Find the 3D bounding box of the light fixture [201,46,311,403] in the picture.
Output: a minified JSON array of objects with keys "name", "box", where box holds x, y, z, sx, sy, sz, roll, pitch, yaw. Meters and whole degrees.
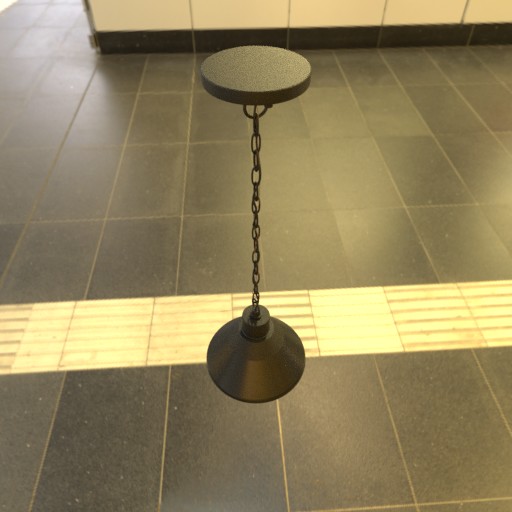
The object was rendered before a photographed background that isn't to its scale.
[{"name":"light fixture","box":[0.000,0.000,0.691,0.201,0.588,0.201,-17,48,-16]}]
